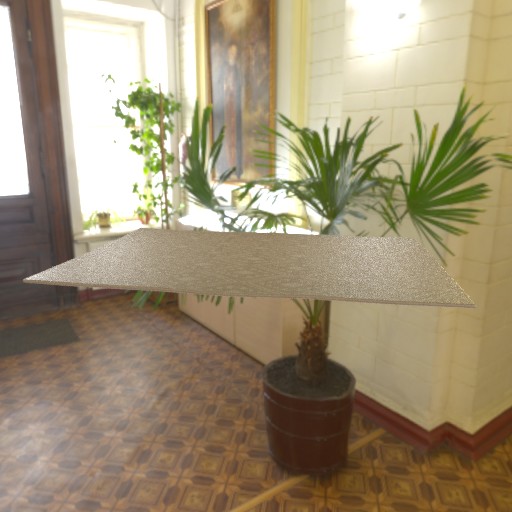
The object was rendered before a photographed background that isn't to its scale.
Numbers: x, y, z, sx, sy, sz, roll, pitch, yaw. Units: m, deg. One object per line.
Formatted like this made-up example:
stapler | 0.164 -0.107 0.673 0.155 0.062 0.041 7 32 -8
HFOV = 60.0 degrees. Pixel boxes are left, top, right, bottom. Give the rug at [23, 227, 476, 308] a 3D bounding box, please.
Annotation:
rug | 0.000 0.000 2.348 1.829 0.034 1.252 2 14 9
